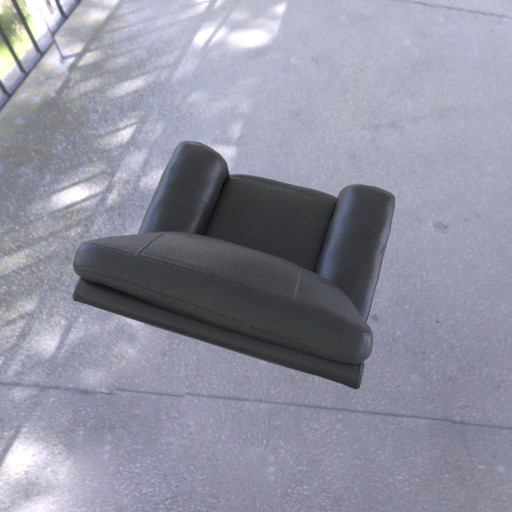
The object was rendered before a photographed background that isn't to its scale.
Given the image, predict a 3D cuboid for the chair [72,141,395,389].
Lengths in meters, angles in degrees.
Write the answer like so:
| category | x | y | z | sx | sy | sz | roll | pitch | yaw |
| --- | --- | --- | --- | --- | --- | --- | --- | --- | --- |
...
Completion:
| category | x | y | z | sx | sy | sz | roll | pitch | yaw |
| --- | --- | --- | --- | --- | --- | --- | --- | --- | --- |
| chair | 0.000 | 0.000 | 2.019 | 1.096 | 1.109 | 1.087 | 16 | 63 | 8 |
